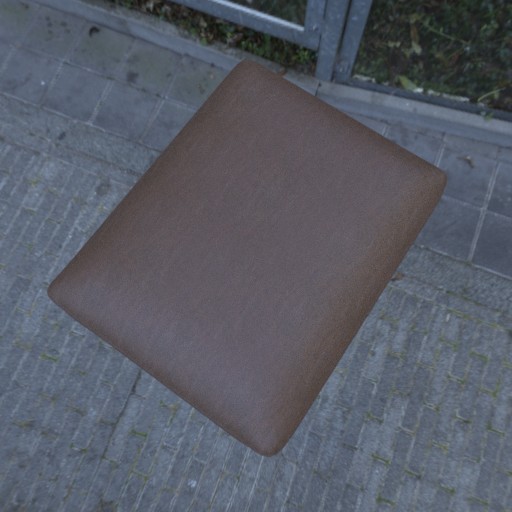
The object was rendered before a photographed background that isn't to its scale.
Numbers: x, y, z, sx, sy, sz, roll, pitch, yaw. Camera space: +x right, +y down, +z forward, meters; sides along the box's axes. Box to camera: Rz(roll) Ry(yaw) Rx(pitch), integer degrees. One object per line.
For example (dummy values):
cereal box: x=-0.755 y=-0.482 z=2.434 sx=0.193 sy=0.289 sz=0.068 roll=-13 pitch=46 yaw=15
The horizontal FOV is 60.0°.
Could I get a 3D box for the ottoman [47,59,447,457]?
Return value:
ottoman: x=0.000 y=0.000 z=1.178 sx=0.635 sy=0.508 sz=0.787 roll=34 pitch=77 yaw=9
